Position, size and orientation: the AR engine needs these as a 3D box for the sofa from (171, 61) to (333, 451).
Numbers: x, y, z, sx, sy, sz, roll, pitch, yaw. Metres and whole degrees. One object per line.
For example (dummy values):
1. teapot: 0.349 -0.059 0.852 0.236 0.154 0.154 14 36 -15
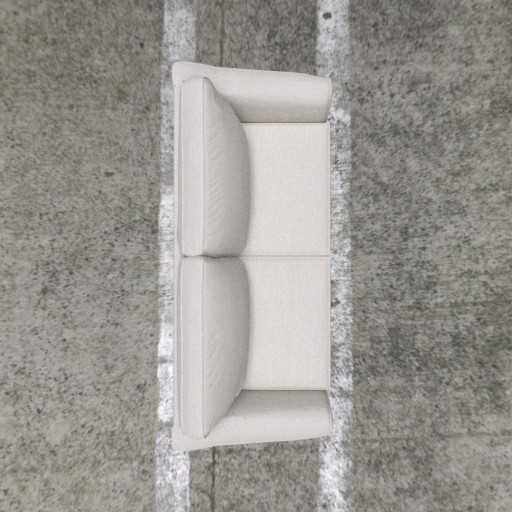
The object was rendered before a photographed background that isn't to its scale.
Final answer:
1. sofa: 0.000 0.000 2.830 0.980 0.965 2.270 0 90 0
